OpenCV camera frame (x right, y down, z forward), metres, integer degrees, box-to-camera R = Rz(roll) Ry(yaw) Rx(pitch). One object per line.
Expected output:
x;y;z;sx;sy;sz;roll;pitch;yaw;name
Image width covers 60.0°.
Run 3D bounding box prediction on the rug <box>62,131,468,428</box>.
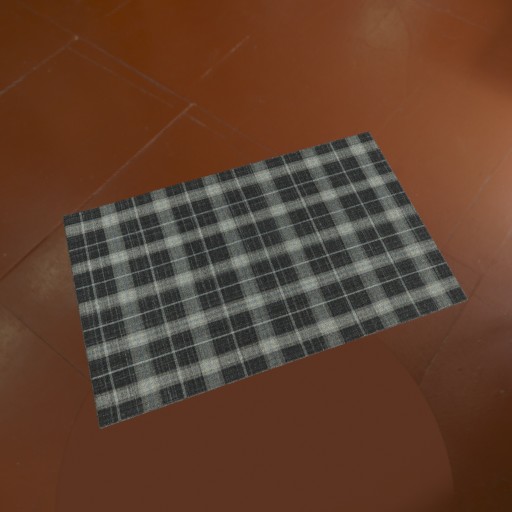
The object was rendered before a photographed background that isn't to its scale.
0.000;0.000;3.048;2.434;0.015;1.520;-17;65;-8;rug
